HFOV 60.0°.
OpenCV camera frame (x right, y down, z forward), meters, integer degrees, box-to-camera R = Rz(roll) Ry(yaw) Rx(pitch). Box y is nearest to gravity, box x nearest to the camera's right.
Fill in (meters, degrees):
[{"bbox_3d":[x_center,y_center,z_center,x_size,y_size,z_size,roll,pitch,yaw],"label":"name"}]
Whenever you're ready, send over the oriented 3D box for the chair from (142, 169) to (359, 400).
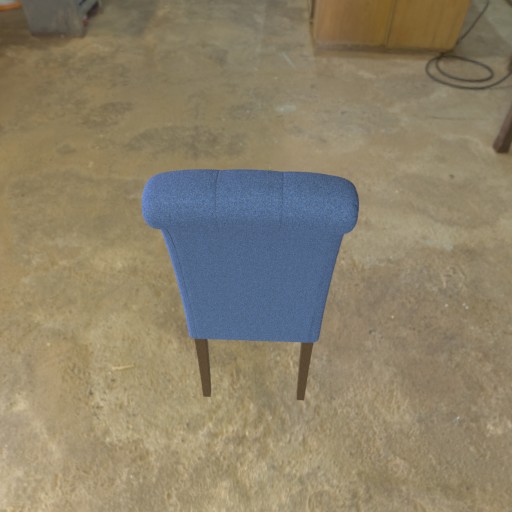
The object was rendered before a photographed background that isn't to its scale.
[{"bbox_3d":[0.000,0.000,1.373,0.456,1.006,0.671,2,46,2],"label":"chair"}]
